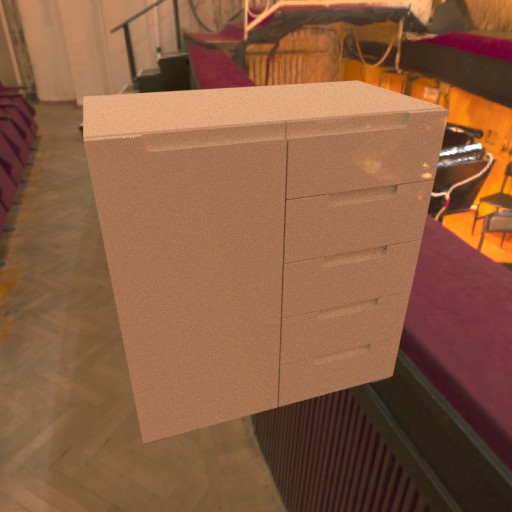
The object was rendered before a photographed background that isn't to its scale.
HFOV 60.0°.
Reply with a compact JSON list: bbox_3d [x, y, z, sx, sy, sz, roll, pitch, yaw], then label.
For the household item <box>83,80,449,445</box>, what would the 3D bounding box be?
[{"bbox_3d":[0.000,0.000,1.302,0.800,0.870,0.420,-10,32,-16],"label":"household item"}]
